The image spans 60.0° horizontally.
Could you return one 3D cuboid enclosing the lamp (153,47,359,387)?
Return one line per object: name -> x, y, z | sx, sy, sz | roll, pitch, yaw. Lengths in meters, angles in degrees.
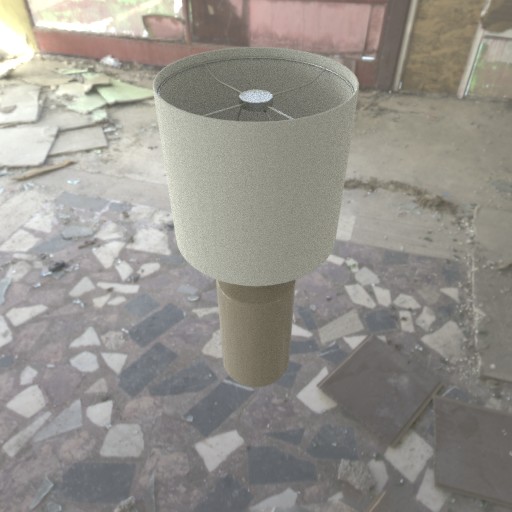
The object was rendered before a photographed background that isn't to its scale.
lamp -> 0.000, 0.000, 0.624 | 0.212, 0.493, 0.212 | -27, 48, -27
